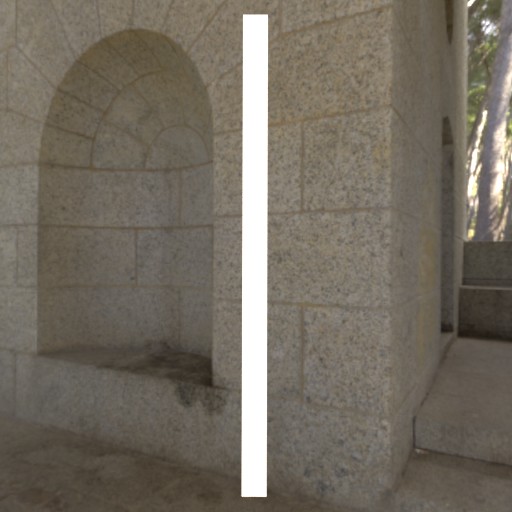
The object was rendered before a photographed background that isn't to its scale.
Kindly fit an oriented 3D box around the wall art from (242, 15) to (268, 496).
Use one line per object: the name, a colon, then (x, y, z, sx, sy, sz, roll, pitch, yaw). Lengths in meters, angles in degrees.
wall art: (0.000, 0.000, 0.726, 0.030, 0.549, 0.443, 0, 0, 0)
